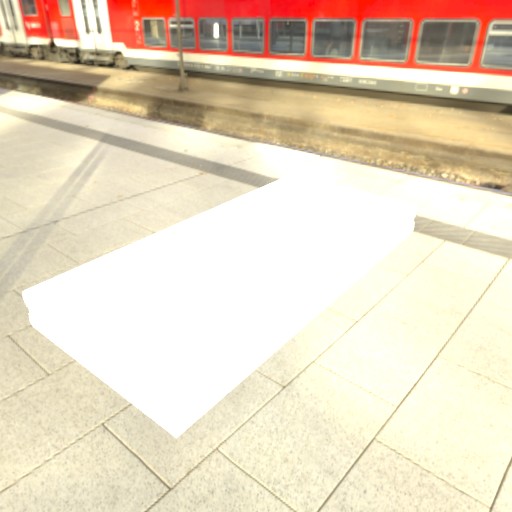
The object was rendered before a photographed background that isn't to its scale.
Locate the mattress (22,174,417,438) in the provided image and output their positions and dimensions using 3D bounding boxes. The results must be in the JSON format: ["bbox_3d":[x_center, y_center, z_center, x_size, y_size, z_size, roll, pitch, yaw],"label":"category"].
[{"bbox_3d":[0.000,0.000,2.222,0.900,0.200,1.900,21,35,33],"label":"mattress"}]
